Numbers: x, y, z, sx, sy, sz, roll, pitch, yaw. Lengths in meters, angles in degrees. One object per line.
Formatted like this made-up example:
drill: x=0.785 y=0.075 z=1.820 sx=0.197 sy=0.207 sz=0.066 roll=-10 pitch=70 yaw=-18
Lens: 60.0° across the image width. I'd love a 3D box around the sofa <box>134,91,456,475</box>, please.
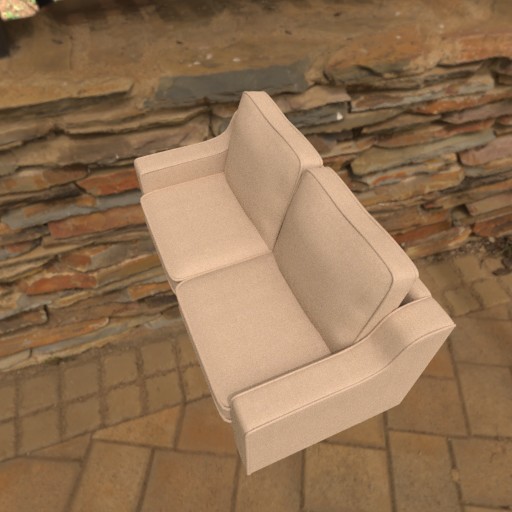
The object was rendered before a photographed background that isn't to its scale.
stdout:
sofa: x=0.000 y=0.000 z=3.422 sx=1.351 sy=1.562 sz=2.587 roll=-18 pitch=51 yaw=-15
